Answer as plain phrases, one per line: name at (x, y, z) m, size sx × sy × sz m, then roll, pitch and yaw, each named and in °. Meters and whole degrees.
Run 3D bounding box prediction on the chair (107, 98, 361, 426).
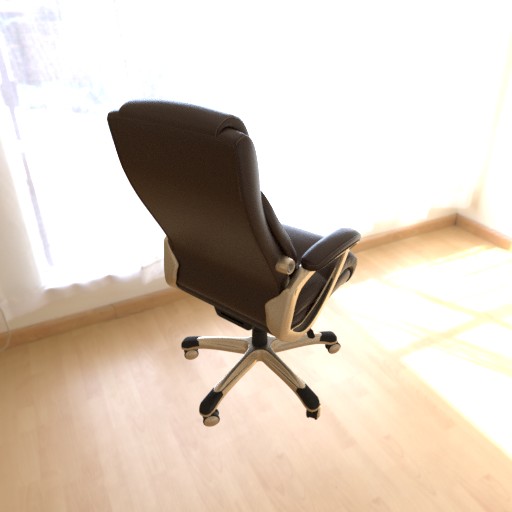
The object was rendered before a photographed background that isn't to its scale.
chair at (0.000, 0.000, 1.648) m, size 0.692 × 1.194 × 0.749 m, roll 21°, pitch 36°, yaw 32°
